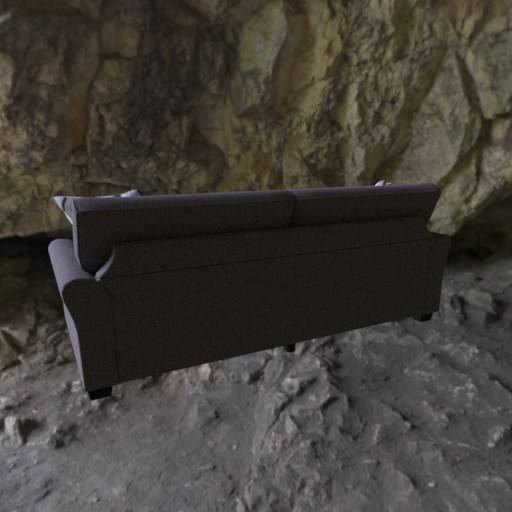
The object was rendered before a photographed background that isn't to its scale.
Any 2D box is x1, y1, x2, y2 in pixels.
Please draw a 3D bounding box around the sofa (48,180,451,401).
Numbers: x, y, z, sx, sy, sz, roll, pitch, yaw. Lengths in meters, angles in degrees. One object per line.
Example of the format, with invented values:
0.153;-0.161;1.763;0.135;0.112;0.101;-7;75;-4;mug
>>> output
0.000;0.000;2.442;2.032;0.813;0.889;-7;15;-26;sofa
